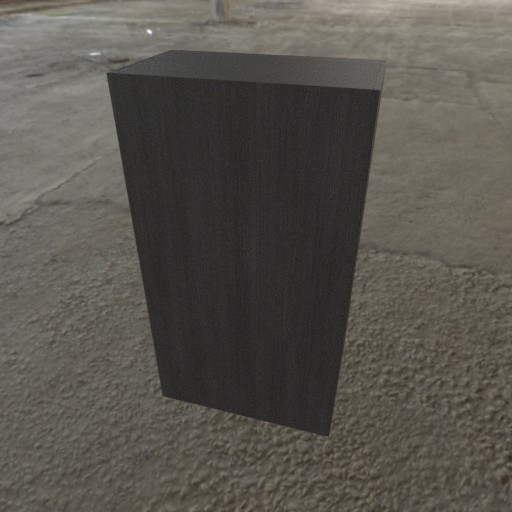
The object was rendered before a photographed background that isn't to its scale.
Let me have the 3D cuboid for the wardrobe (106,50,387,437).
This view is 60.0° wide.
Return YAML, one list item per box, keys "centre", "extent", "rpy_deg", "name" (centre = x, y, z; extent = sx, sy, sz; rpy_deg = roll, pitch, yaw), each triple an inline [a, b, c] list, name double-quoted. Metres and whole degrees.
- centre: [0.000, 0.000, 2.255]
  extent: [0.991, 1.808, 0.577]
  rpy_deg: [9, 34, 13]
  name: "wardrobe"
